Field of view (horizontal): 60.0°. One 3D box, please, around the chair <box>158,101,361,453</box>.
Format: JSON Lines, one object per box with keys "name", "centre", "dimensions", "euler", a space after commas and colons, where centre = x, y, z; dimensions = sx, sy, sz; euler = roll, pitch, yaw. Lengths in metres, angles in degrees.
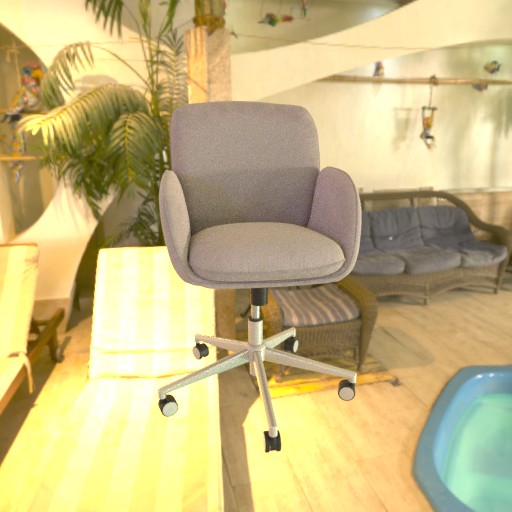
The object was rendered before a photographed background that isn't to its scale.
{"name": "chair", "centre": [0.000, 0.000, 1.392], "dimensions": [0.648, 0.959, 0.654], "euler": [-2, 16, -8]}
